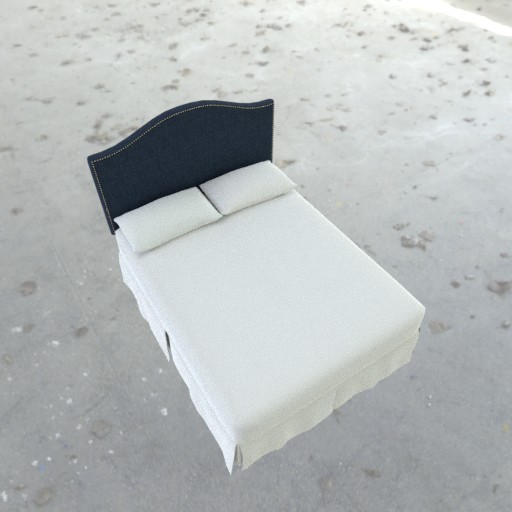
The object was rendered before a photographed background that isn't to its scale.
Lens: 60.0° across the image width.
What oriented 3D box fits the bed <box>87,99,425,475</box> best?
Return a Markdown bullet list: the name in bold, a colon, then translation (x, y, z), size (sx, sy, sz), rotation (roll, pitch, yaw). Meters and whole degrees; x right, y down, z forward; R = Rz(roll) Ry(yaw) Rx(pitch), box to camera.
- **bed**: translation (0.000, 0.000, 3.347), size (1.725, 1.518, 2.153), rotation (-25, 52, -22)
